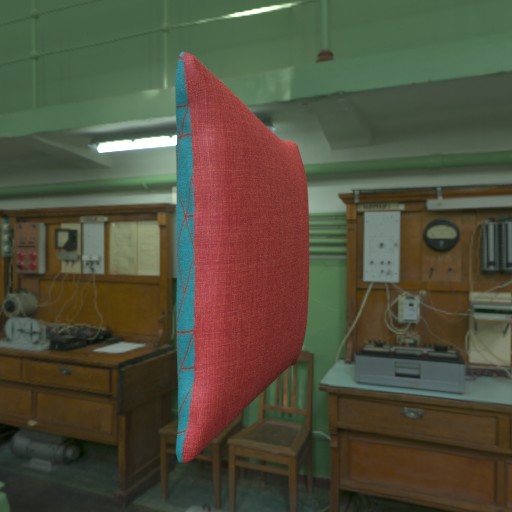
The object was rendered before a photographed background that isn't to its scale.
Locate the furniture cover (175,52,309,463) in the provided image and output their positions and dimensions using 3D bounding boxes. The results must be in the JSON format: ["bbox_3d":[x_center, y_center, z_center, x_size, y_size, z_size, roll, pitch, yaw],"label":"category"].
[{"bbox_3d":[0.000,0.000,0.780,0.158,0.508,0.517,0,1,20],"label":"furniture cover"}]
